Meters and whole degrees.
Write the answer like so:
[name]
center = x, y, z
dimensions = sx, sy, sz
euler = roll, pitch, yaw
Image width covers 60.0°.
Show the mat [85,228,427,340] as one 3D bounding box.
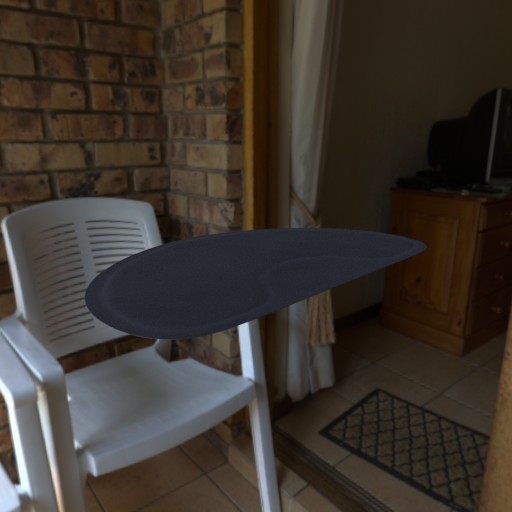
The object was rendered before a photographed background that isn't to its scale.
[mat]
center = 0.000, 0.000, 1.826
dimensions = 1.524, 0.013, 0.913
euler = -15, 21, -43
